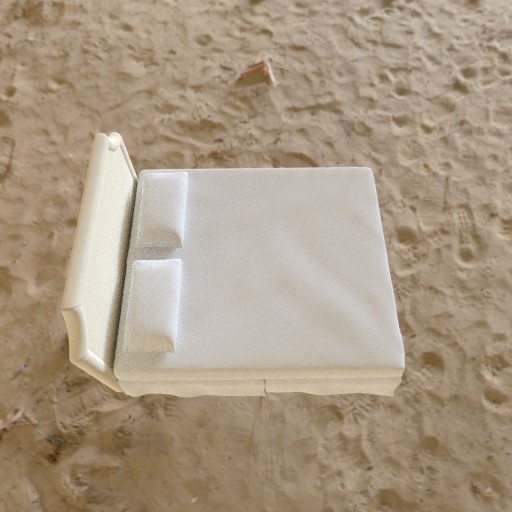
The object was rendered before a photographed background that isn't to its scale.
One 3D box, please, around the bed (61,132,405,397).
[{"bbox_3d":[0.000,0.000,4.180,2.773,1.590,2.350,-1,63,0],"label":"bed"}]
